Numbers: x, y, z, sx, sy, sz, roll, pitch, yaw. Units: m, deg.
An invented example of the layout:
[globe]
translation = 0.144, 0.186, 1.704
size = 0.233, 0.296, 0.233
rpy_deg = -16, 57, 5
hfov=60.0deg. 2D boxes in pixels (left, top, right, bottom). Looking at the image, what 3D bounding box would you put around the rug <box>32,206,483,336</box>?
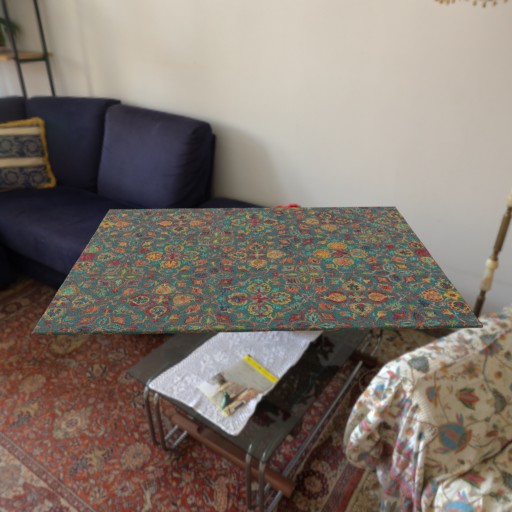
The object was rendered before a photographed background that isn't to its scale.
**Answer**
[rug]
translation = 0.000, 0.000, 2.319
size = 1.836, 0.014, 1.216
rpy_deg = -1, 30, -1
